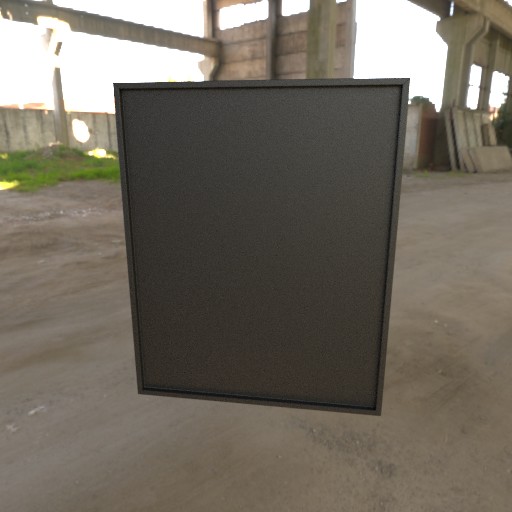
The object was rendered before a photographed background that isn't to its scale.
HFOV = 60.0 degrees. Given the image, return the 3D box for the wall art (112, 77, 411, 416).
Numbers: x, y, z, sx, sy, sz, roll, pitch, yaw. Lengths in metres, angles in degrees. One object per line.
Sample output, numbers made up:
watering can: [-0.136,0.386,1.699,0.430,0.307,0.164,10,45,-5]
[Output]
wall art: [0.000,0.000,0.753,0.449,0.555,0.039,2,16,8]
